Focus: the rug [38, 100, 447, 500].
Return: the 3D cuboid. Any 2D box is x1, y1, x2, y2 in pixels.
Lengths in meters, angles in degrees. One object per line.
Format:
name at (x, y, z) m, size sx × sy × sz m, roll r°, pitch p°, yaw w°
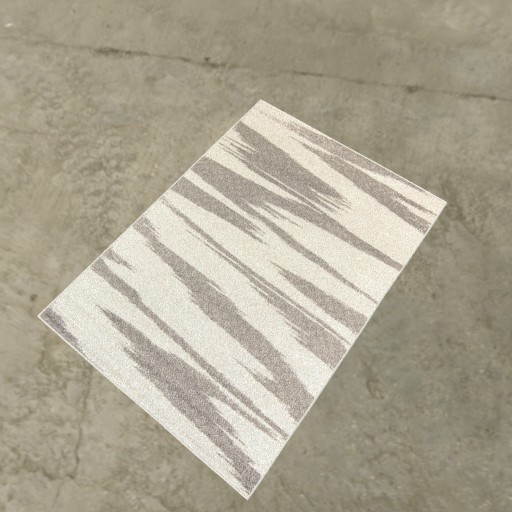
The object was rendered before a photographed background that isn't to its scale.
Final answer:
rug at (0.000, 0.000, 2.719) m, size 1.533 × 0.010 × 2.142 m, roll 34°, pitch 68°, yaw 16°
